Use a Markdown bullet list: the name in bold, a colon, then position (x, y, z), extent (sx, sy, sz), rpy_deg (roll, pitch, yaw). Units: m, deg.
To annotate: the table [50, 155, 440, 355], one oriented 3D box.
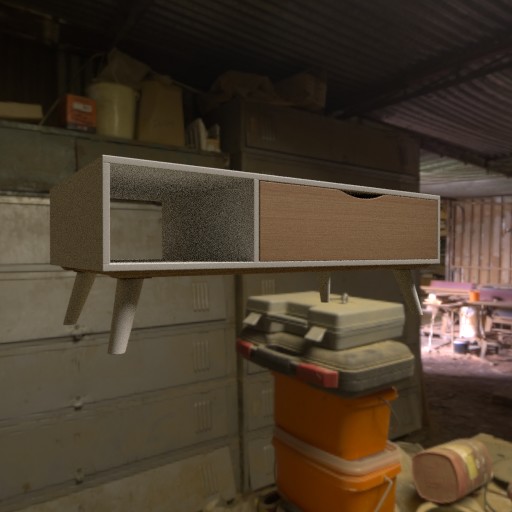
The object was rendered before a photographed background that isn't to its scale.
- **table**: position (0.000, 0.000, 1.515), extent (1.194, 0.432, 0.609), rpy_deg (0, 1, -34)
